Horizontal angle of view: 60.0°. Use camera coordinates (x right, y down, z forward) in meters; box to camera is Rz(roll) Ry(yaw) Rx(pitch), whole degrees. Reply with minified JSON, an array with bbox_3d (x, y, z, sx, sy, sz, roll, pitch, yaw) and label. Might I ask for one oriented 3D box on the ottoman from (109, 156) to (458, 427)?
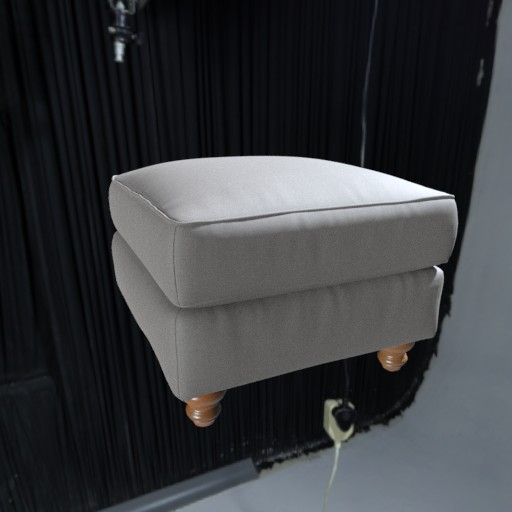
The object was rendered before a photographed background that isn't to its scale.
[{"bbox_3d":[0.000,0.000,1.161,0.662,0.505,0.721,-8,18,-24],"label":"ottoman"}]
